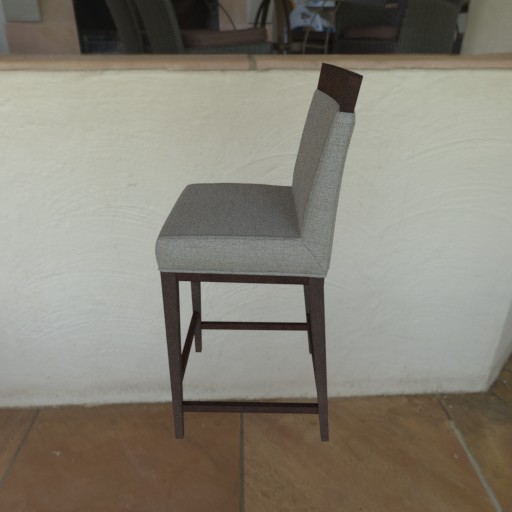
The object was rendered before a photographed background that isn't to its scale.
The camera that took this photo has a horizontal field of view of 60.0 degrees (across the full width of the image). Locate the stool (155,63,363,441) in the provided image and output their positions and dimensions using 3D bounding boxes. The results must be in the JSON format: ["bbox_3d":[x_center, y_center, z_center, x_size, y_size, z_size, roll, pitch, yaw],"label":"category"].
[{"bbox_3d":[0.000,0.000,1.422,0.531,1.117,0.511,1,26,1],"label":"stool"}]
